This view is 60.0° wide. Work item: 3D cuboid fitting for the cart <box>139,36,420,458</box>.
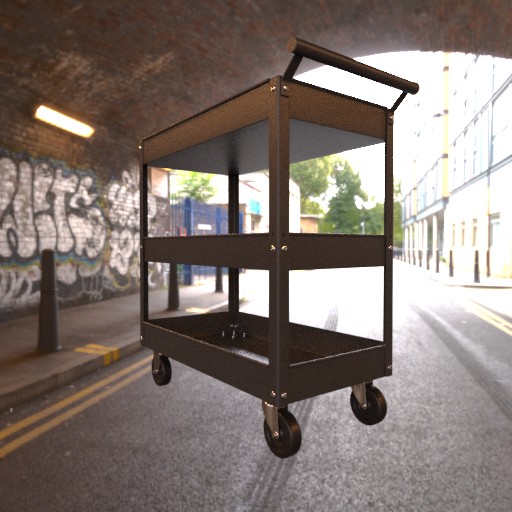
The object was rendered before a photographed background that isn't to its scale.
[{"bbox_3d":[0.000,0.000,1.165,0.366,0.780,0.719,-1,2,-37],"label":"cart"}]
